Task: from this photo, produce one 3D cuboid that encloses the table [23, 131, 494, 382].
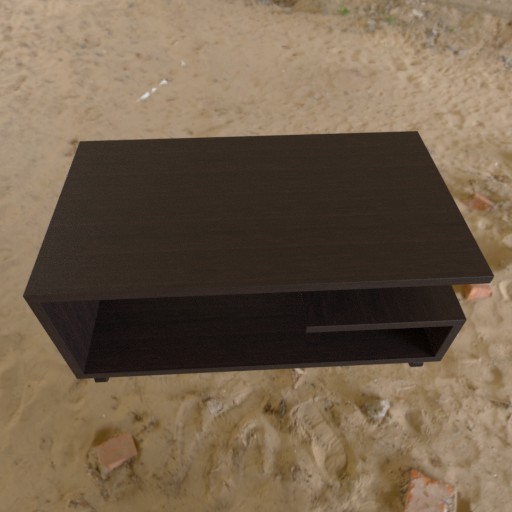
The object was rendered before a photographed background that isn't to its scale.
[{"bbox_3d":[0.000,0.000,1.351,1.050,0.460,0.590,-2,48,-2],"label":"table"}]
